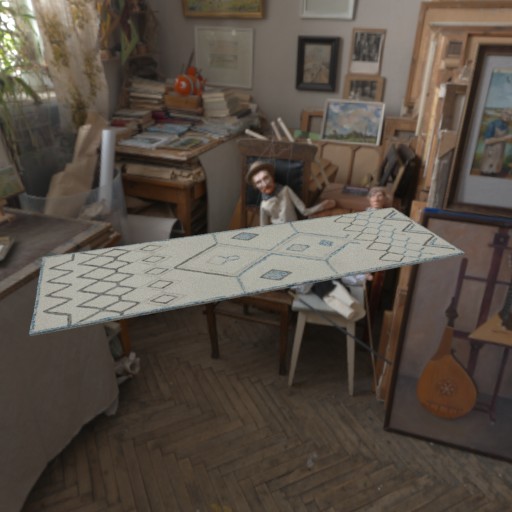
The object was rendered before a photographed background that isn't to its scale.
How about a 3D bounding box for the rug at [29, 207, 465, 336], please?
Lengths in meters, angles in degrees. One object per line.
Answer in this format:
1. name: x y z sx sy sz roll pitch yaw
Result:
1. rug: 0.000 0.000 2.676 2.434 0.013 0.770 -9 30 -16
